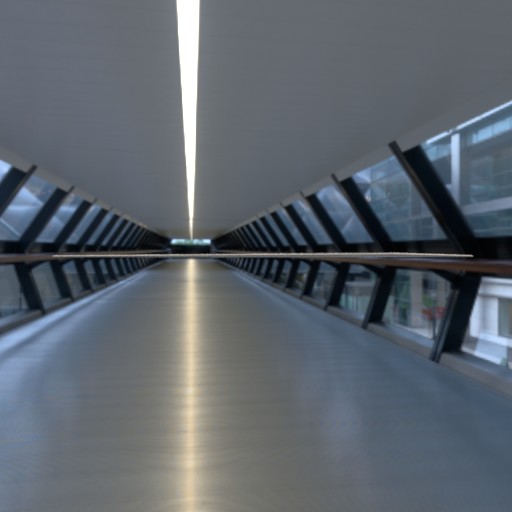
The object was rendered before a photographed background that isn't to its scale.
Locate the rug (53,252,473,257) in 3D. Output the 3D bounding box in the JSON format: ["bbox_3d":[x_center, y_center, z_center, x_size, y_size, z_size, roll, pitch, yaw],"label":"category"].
[{"bbox_3d":[0.000,0.000,3.025,2.431,0.012,1.536,0,0,36],"label":"rug"}]
